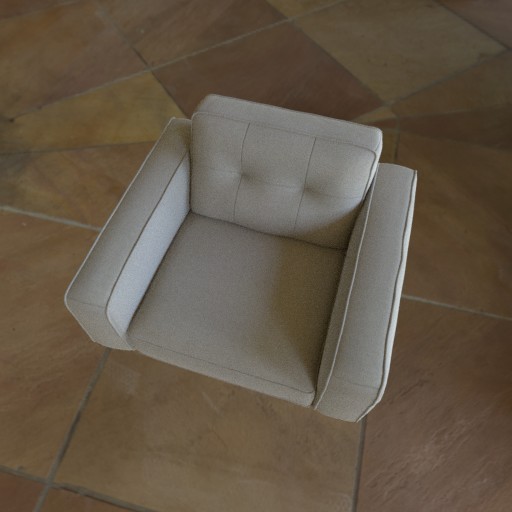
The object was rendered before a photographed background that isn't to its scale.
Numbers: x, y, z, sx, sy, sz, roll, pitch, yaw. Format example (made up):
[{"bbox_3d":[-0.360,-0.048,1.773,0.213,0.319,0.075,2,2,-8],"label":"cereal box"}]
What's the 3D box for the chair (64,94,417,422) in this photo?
[{"bbox_3d":[0.000,0.000,1.772,1.115,0.779,0.953,15,59,9],"label":"chair"}]
